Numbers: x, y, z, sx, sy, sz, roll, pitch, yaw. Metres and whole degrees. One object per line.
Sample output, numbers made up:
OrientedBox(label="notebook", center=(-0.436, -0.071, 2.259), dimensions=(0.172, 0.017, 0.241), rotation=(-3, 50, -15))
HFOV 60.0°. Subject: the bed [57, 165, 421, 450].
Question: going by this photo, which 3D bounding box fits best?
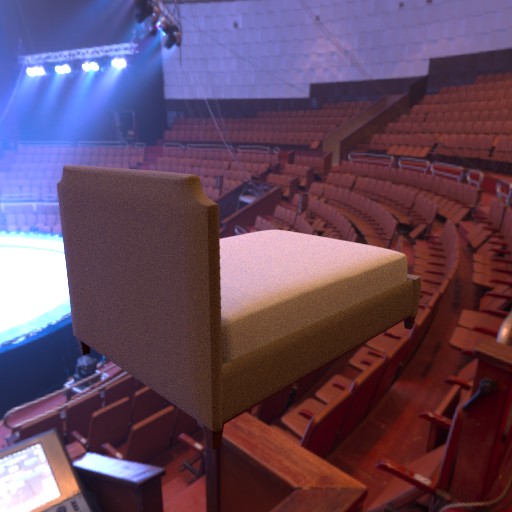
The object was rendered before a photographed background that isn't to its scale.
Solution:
OrientedBox(label="bed", center=(0.000, 0.000, 3.503), dimensions=(1.713, 1.443, 2.372), rotation=(14, 20, 43))
